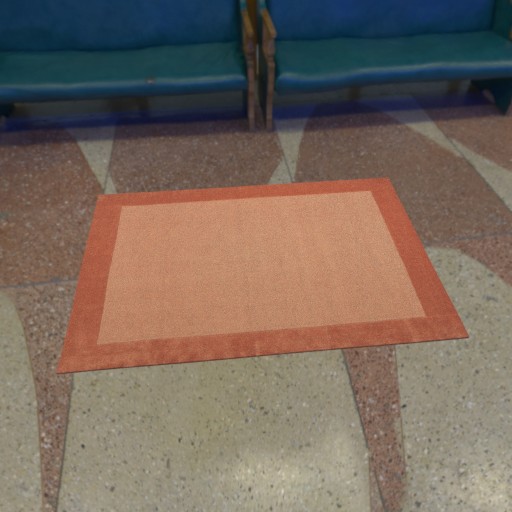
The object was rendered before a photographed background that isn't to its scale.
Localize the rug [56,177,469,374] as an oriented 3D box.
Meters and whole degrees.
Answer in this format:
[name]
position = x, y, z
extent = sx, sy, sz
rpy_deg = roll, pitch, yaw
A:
[rug]
position = 0.000, 0.000, 2.368
extent = 1.829, 0.014, 1.219
rpy_deg = -4, 46, -4
